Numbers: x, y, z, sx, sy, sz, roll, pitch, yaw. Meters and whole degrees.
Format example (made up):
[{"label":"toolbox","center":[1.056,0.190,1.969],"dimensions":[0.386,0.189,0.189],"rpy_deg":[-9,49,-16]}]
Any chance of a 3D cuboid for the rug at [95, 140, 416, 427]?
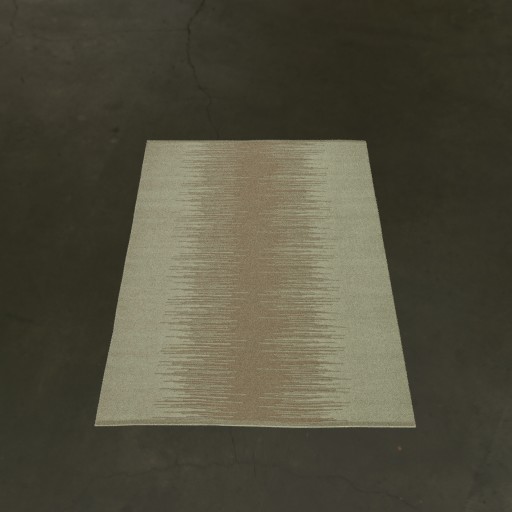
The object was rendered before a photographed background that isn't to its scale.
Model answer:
[{"label":"rug","center":[0.000,0.000,4.159],"dimensions":[2.438,0.013,3.048],"rpy_deg":[0,58,0]}]
